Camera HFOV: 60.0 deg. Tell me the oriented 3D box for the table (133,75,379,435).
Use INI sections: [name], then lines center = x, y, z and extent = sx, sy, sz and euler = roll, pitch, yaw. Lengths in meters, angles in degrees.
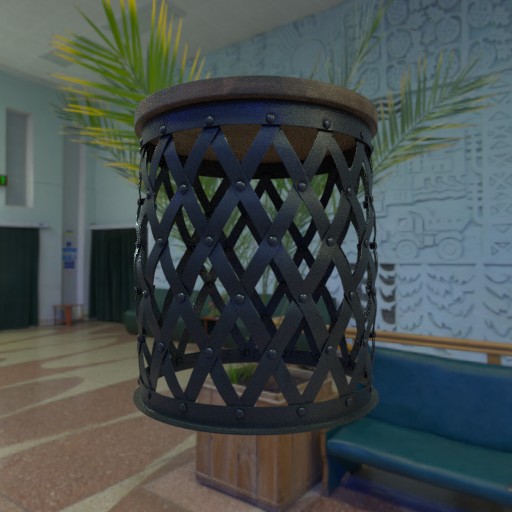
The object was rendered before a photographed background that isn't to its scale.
[table]
center = 0.000, 0.000, 0.760
extent = 0.405, 0.454, 0.405
euler = 0, -1, 0
